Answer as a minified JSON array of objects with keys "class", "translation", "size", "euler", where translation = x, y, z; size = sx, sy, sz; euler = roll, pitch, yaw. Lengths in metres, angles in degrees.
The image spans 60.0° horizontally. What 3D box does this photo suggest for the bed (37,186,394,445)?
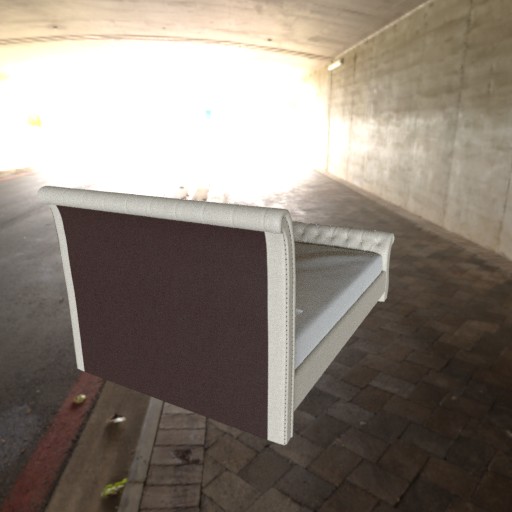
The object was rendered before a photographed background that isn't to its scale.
[{"class":"bed","translation":[0.000,0.000,3.462],"size":[1.606,1.268,2.493],"euler":[9,19,28]}]
